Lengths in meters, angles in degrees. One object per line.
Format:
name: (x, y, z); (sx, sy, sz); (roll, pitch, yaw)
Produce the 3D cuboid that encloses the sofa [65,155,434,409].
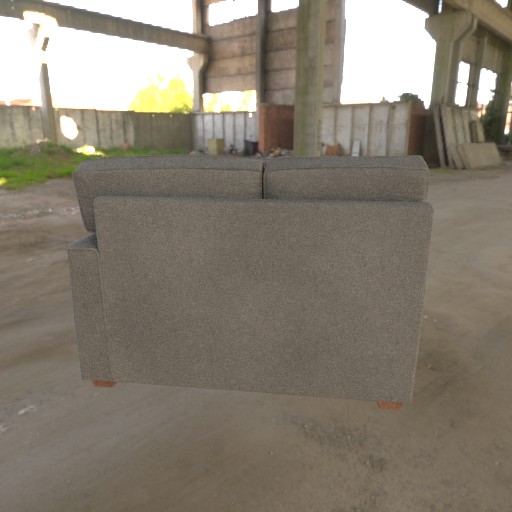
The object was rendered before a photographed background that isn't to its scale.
sofa: (0.000, 0.000, 2.124); (1.388, 0.989, 0.991); (2, 16, 7)
